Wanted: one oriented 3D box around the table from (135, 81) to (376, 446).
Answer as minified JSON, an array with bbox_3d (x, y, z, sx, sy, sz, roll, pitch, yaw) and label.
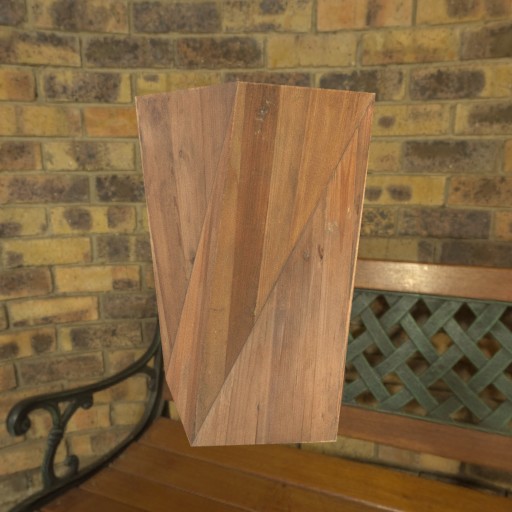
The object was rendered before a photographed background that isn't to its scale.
[{"bbox_3d":[0.000,0.000,0.901,0.441,0.604,0.425,-2,13,-9],"label":"table"}]
